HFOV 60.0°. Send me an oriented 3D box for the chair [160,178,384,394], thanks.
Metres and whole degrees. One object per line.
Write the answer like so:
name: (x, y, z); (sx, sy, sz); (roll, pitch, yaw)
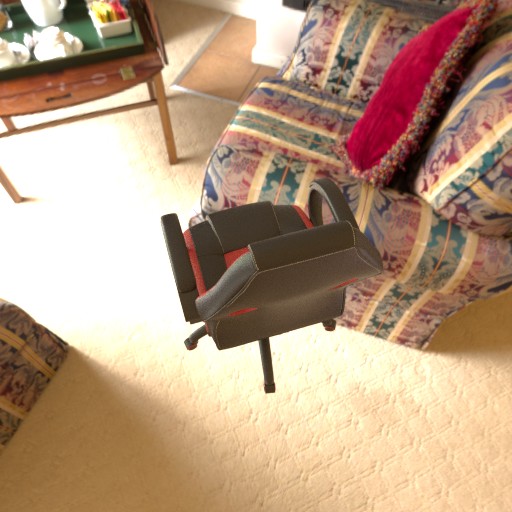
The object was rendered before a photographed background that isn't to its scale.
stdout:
chair: (0.000, 0.000, 1.745); (0.750, 1.189, 0.783); (-14, 59, -9)
